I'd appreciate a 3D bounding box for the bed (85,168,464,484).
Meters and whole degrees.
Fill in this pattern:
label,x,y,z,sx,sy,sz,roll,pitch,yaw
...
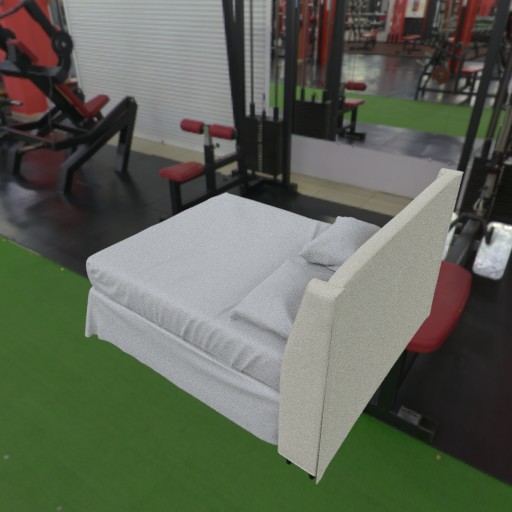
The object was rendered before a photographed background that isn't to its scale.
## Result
label,x,y,z,sx,sy,sz,roll,pitch,yaw
bed,0.000,0.000,3.379,2.276,1.332,1.925,21,36,31
